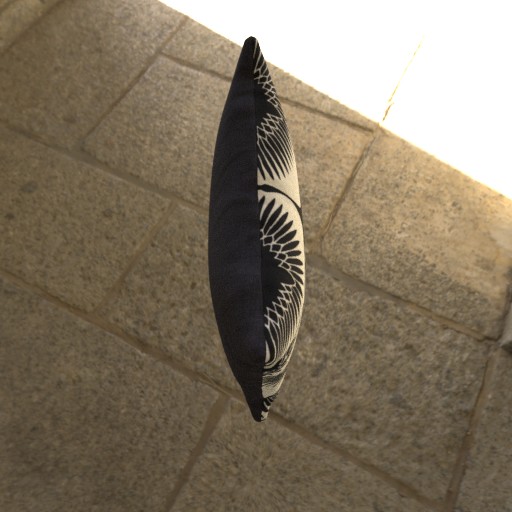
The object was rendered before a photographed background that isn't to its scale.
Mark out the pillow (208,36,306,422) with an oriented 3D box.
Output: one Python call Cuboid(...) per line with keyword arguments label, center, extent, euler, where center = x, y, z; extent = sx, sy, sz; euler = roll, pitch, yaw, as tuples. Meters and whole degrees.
Cuboid(label="pillow", center=(0.000, 0.000, 0.674), extent=(0.139, 0.432, 0.432), euler=(-2, 63, -1))
